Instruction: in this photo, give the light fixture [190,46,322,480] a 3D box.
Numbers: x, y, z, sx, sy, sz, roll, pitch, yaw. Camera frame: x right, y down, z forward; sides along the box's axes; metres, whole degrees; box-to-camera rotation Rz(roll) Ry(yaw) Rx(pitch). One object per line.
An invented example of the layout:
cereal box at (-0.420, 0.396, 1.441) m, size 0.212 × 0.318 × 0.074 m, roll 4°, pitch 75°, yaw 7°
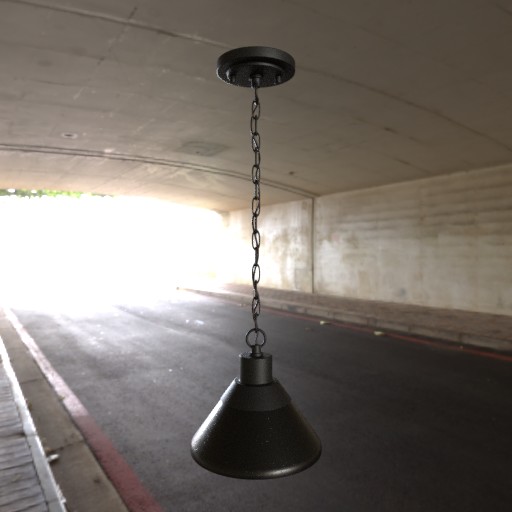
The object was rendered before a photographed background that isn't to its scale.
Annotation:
light fixture at (0.000, 0.000, 0.682) m, size 0.201 × 0.588 × 0.201 m, roll 0°, pitch 0°, yaw -1°
